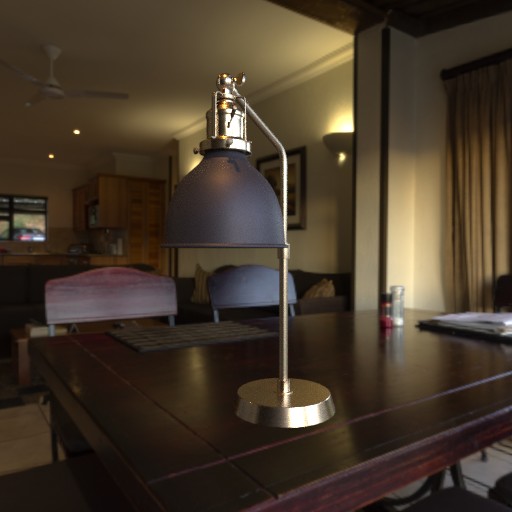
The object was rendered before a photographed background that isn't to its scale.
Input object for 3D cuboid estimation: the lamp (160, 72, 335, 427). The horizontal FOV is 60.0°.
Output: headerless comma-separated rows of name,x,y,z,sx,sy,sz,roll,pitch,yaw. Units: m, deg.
lamp,0.000,0.000,0.609,0.160,0.456,0.291,1,1,36
